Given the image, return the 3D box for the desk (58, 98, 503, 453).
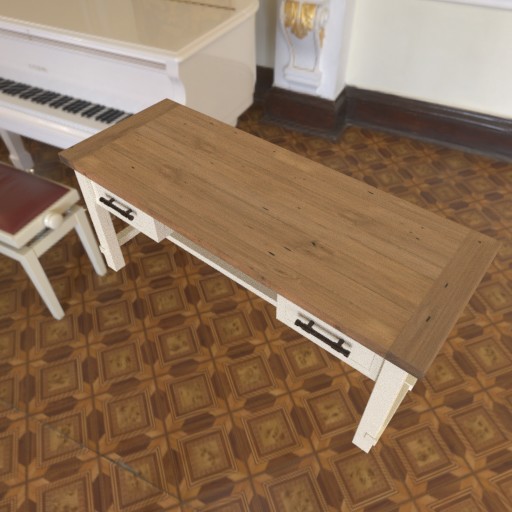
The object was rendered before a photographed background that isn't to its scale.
[{"bbox_3d":[0.000,0.000,2.126,1.803,0.762,0.688,30,53,26],"label":"desk"}]
